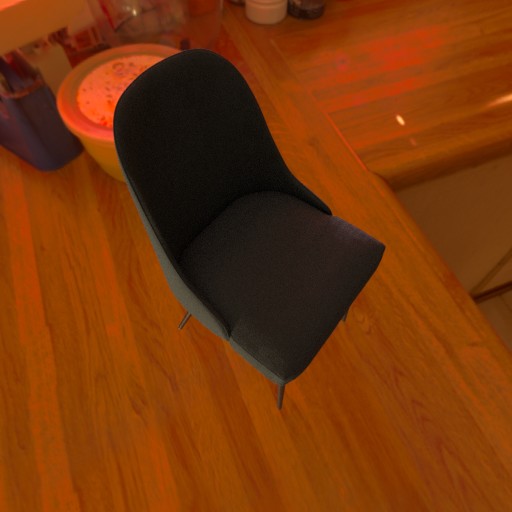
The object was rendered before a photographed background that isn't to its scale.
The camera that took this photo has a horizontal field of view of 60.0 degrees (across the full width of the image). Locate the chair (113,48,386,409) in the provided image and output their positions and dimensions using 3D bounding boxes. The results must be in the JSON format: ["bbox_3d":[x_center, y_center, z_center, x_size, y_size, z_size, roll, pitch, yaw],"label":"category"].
[{"bbox_3d":[0.000,0.000,1.191,0.559,0.896,0.478,34,64,19],"label":"chair"}]
